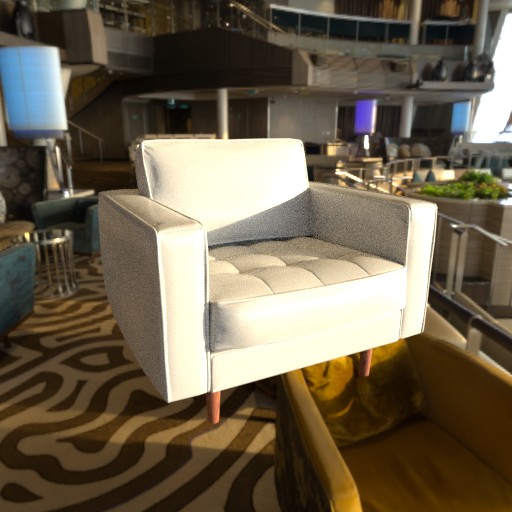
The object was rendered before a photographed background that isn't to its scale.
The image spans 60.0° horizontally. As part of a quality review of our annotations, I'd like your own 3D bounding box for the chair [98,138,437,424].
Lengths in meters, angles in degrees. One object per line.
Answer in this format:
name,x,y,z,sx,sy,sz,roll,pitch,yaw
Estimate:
chair,0.000,0.000,1.517,0.928,0.773,0.843,-8,17,-26
